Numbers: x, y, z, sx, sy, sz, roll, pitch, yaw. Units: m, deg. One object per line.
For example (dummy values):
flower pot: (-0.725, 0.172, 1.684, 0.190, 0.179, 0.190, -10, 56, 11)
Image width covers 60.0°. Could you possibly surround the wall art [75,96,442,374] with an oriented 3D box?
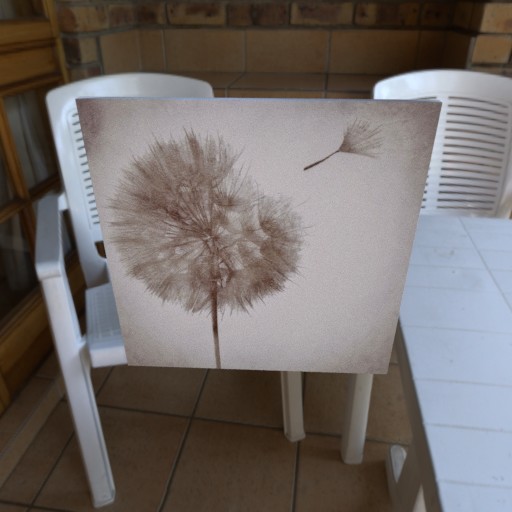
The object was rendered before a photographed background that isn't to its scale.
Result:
wall art: (0.000, 0.000, 1.122, 0.762, 0.762, 0.027, 1, 30, 2)
